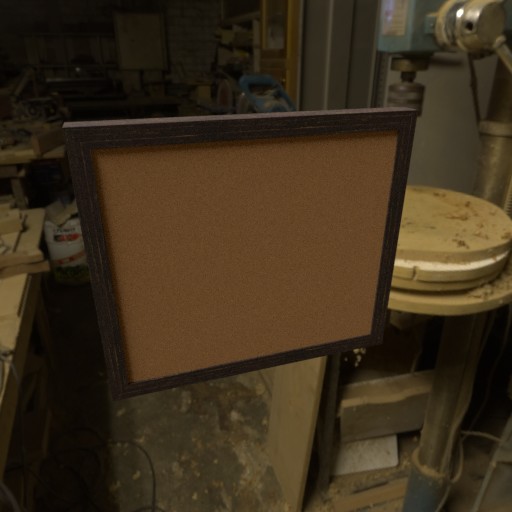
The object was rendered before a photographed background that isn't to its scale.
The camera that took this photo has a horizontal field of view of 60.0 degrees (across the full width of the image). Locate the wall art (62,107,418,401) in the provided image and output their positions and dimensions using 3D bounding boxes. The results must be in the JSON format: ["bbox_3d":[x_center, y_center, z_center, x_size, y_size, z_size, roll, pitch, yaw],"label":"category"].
[{"bbox_3d":[0.000,0.000,0.542,0.381,0.330,0.031,-8,27,-16],"label":"wall art"}]
